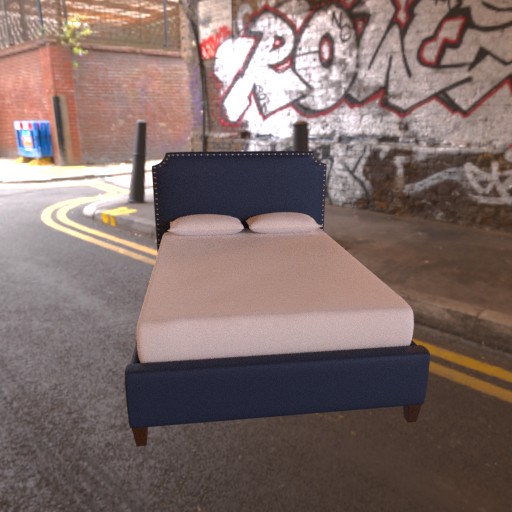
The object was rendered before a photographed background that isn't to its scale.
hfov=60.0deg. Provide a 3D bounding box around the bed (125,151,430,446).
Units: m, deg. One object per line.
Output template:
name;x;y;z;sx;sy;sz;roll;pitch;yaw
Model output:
bed;0.000;0.000;3.422;1.712;1.443;2.372;-2;17;-7
